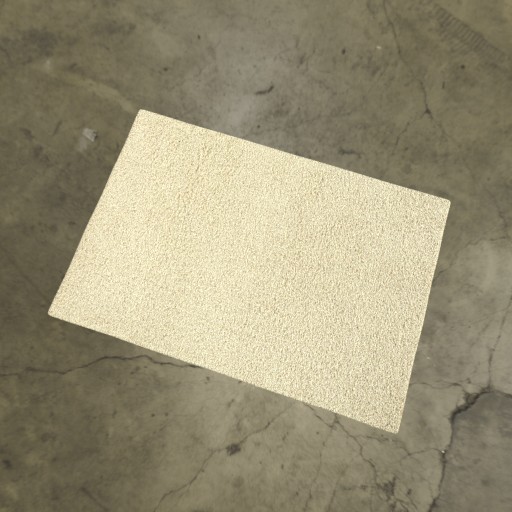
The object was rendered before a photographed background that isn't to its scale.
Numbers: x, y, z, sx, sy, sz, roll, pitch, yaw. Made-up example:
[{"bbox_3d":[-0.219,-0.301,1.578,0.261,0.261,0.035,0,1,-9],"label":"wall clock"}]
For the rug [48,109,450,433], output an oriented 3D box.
[{"bbox_3d":[0.000,0.000,2.277,1.778,0.030,1.219,18,76,5],"label":"rug"}]
